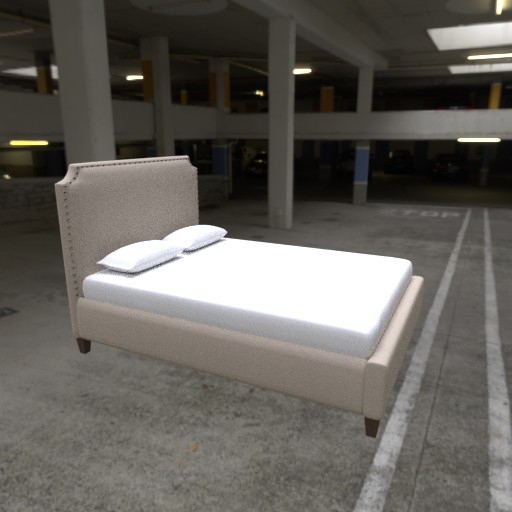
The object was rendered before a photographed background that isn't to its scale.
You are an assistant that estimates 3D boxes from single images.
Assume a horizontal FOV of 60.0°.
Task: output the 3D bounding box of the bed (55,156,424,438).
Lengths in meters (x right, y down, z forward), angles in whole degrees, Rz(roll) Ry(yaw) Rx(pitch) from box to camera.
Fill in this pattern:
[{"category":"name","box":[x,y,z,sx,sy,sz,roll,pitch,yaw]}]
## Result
[{"category":"bed","box":[0.000,0.000,3.487,2.372,1.443,1.713,7,17,25]}]
